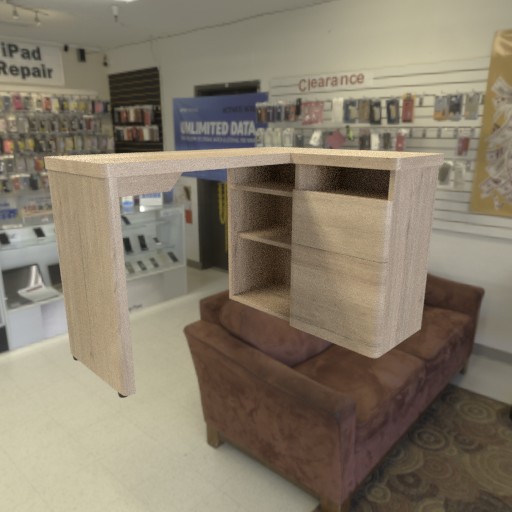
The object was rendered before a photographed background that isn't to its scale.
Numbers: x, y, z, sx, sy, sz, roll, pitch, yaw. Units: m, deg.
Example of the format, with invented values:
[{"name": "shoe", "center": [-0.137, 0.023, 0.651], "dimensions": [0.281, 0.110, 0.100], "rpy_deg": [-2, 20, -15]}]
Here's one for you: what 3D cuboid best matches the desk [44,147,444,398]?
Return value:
[{"name": "desk", "center": [0.000, 0.000, 1.710], "dimensions": [0.900, 0.760, 1.169], "rpy_deg": [15, 22, 43]}]
